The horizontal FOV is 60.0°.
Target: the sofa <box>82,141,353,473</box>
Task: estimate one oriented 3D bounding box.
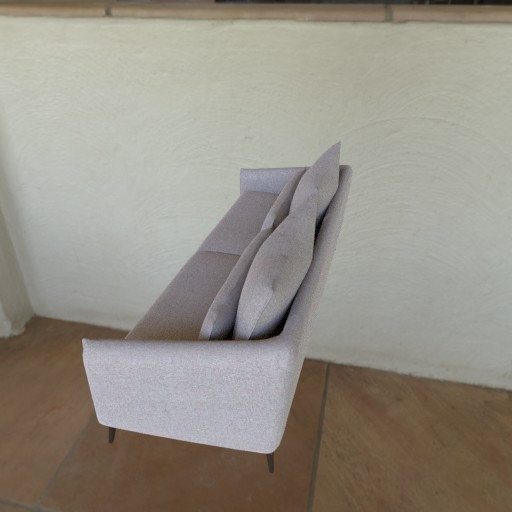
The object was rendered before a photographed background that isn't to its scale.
[{"bbox_3d":[0.000,0.000,2.402,0.809,0.833,2.022,9,32,14],"label":"sofa"}]
